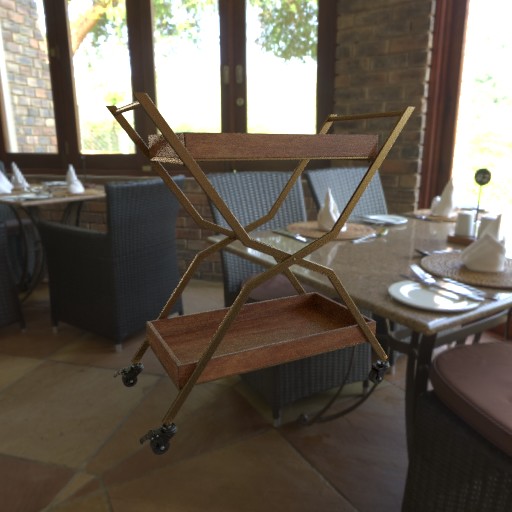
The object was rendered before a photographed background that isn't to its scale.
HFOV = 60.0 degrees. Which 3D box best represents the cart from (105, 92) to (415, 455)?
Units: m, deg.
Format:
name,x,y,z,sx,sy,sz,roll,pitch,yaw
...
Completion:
name,x,y,z,sx,sy,sz,roll,pitch,yaw
cart,0.000,0.000,1.352,0.836,0.869,0.405,-7,16,-26
